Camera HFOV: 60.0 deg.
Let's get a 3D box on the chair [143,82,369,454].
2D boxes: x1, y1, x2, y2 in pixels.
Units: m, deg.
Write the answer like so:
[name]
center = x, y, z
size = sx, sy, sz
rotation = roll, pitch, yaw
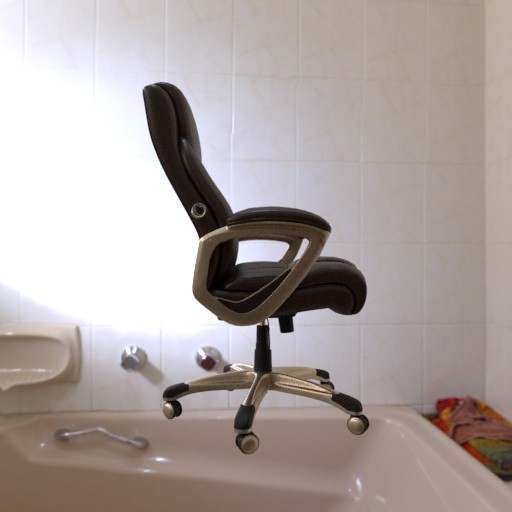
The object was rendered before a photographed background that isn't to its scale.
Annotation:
[chair]
center = 0.000, 0.000, 1.668
size = 0.749, 1.194, 0.692
rotation = 0, 0, -2
